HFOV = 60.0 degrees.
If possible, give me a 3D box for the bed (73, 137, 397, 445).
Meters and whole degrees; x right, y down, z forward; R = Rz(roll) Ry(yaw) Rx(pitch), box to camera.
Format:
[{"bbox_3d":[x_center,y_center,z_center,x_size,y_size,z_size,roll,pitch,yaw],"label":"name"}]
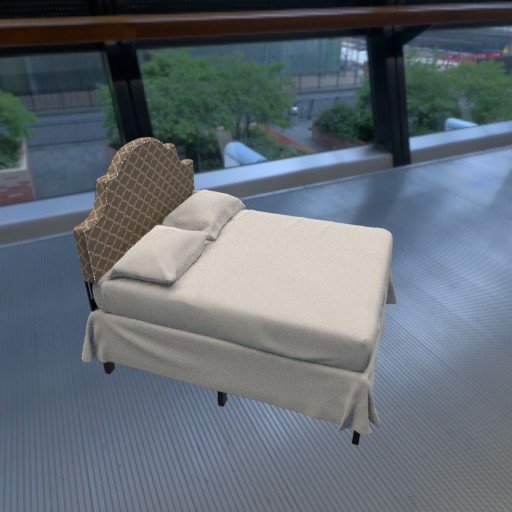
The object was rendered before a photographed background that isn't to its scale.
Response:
[{"bbox_3d":[0.000,0.000,3.448,2.222,1.633,1.780,10,31,17],"label":"bed"}]
